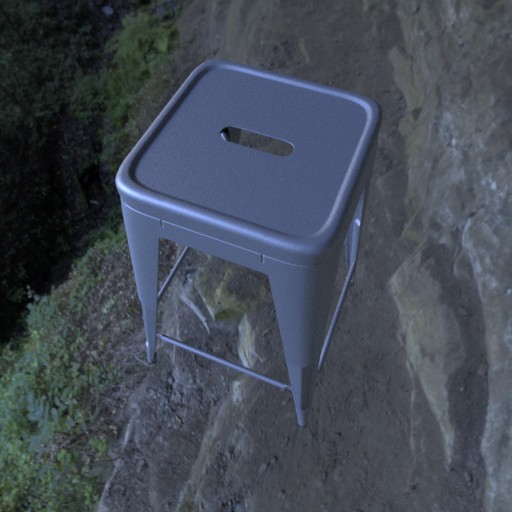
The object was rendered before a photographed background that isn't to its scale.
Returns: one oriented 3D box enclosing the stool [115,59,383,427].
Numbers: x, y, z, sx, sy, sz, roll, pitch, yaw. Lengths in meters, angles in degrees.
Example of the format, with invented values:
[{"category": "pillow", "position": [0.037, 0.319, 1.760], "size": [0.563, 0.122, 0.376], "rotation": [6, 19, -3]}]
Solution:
[{"category": "stool", "position": [0.000, 0.000, 0.869], "size": [0.406, 0.610, 0.406], "rotation": [19, 60, 12]}]
